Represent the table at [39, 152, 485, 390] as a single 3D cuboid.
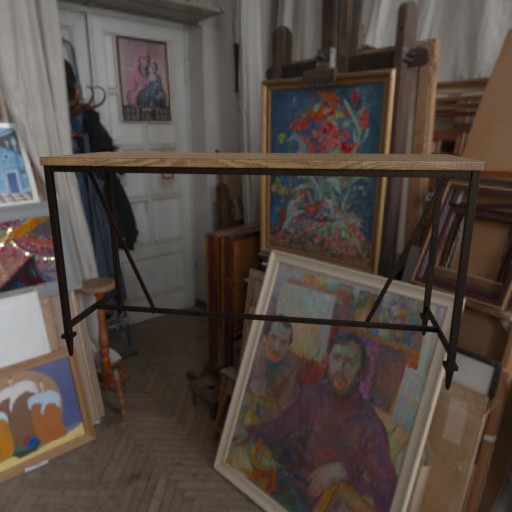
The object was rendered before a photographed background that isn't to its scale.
[{"bbox_3d":[0.000,0.000,2.040,1.700,0.902,0.551,3,16,9],"label":"table"}]
